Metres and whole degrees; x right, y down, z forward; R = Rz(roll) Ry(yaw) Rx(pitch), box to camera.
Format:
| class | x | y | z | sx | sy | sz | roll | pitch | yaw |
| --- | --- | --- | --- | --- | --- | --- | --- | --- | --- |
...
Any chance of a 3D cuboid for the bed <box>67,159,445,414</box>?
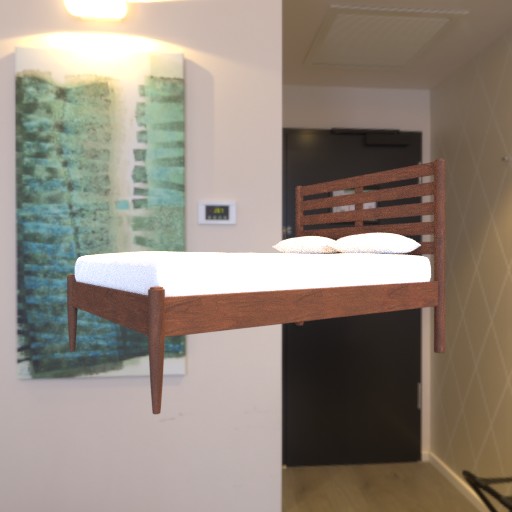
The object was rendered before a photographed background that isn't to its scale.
| class | x | y | z | sx | sy | sz | roll | pitch | yaw |
| --- | --- | --- | --- | --- | --- | --- | --- | --- | --- |
| bed | 0.000 | 0.000 | 2.999 | 2.093 | 1.304 | 1.509 | 0 | 0 | -35 |
